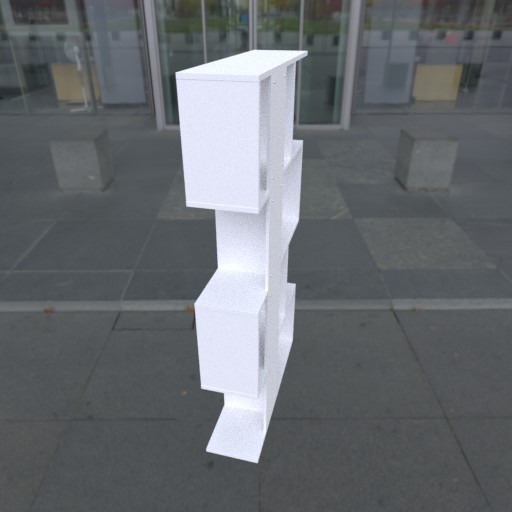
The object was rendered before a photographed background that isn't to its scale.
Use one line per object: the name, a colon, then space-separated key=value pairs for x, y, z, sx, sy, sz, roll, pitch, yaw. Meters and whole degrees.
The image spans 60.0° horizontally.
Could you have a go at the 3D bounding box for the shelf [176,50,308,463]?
shelf: x=0.000 y=0.000 z=2.028 sx=0.250 sy=1.650 sz=0.890 roll=7 pitch=30 yaw=13
